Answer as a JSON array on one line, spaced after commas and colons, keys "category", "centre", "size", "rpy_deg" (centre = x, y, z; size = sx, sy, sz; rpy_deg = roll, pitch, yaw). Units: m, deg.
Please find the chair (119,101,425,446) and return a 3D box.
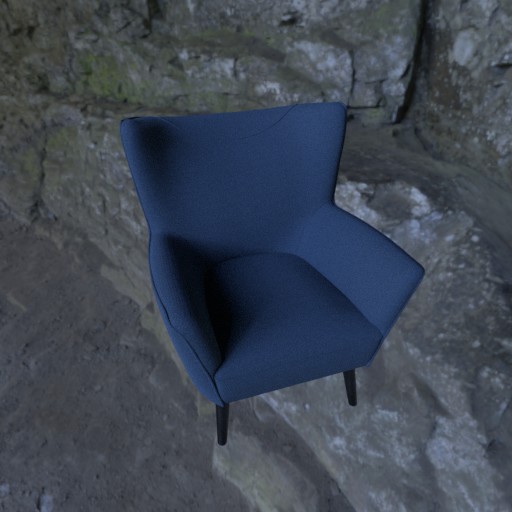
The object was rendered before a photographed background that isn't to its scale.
[{"category": "chair", "centre": [0.000, 0.000, 1.578], "size": [0.781, 0.933, 0.888], "rpy_deg": [-10, 33, -16]}]
